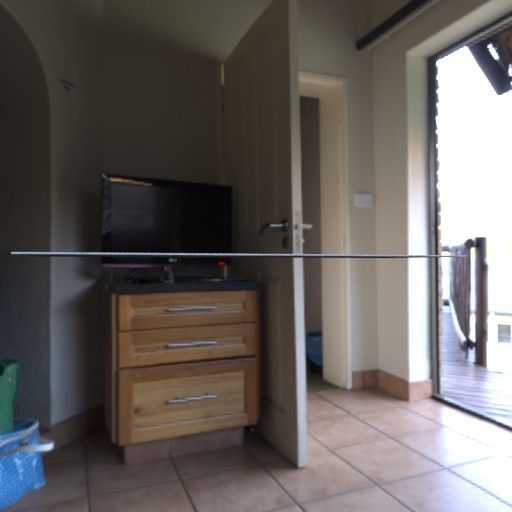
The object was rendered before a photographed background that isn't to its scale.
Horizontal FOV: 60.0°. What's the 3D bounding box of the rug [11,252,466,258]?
[{"bbox_3d":[0.000,0.000,2.597,2.435,0.009,0.750,0,-1,-20],"label":"rug"}]
